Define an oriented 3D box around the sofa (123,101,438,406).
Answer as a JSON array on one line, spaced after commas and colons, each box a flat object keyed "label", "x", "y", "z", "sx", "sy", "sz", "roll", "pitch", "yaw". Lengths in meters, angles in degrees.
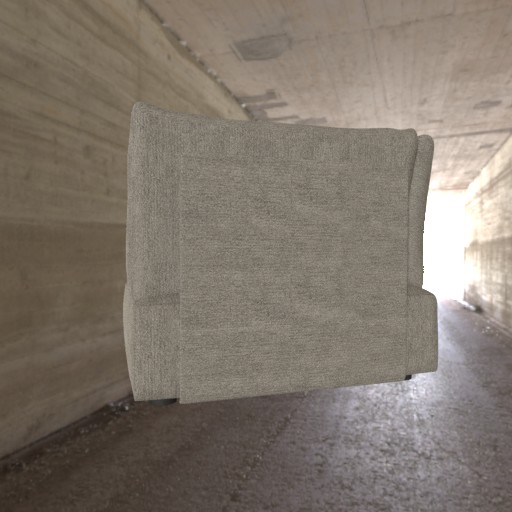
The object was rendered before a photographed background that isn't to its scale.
[{"label": "sofa", "x": 0.000, "y": 0.000, "z": 1.744, "sx": 1.000, "sy": 0.820, "sz": 1.000, "roll": 0, "pitch": 0, "yaw": -18}]
